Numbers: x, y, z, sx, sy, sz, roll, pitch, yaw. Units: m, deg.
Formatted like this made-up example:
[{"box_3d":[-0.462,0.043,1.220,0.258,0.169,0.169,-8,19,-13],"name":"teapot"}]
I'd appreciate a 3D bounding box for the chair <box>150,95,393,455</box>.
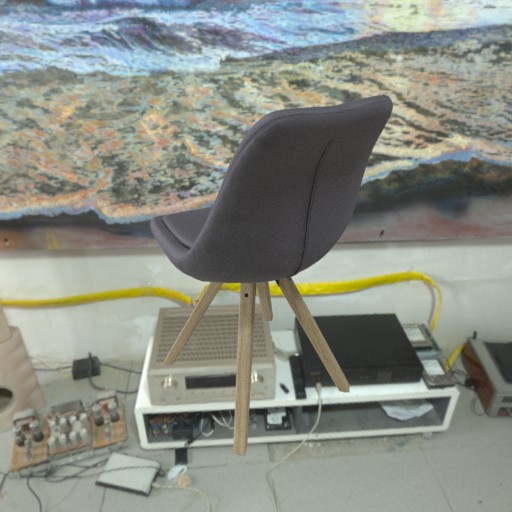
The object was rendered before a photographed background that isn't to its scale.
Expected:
[{"box_3d":[0.000,0.000,1.180,0.483,0.865,0.547,-19,35,-29],"name":"chair"}]
